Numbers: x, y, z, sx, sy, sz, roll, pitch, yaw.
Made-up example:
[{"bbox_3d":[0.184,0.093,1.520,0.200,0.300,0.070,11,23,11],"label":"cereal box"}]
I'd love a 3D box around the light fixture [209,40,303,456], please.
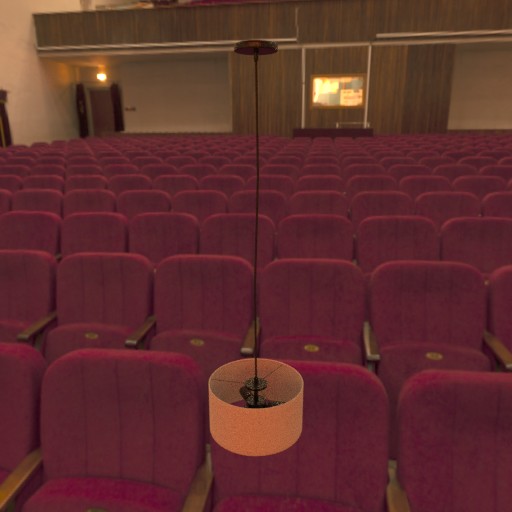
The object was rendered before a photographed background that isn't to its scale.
[{"bbox_3d":[0.000,0.000,1.731,0.399,1.516,0.399,0,15,0],"label":"light fixture"}]
